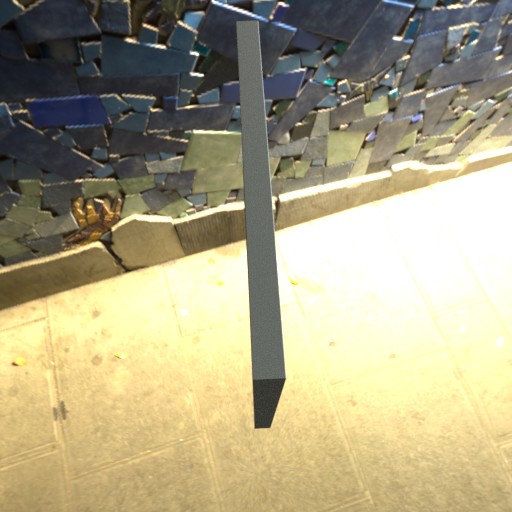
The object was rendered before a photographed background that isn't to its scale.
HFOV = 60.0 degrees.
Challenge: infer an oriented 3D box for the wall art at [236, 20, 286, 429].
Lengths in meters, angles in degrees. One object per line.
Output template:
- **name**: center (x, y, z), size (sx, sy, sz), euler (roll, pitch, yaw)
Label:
- **wall art**: center (0.000, 0.000, 0.908), size (0.038, 0.610, 0.610), euler (-3, 64, -1)
